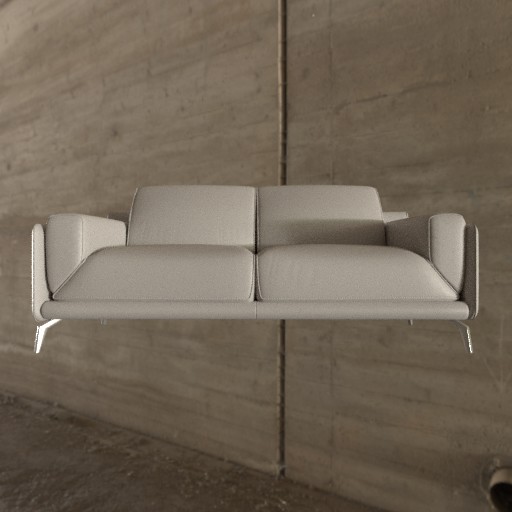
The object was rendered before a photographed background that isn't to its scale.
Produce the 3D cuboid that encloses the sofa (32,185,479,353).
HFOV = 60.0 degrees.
[{"bbox_3d":[0.000,0.000,2.509,2.101,0.930,1.049,0,0,0],"label":"sofa"}]
